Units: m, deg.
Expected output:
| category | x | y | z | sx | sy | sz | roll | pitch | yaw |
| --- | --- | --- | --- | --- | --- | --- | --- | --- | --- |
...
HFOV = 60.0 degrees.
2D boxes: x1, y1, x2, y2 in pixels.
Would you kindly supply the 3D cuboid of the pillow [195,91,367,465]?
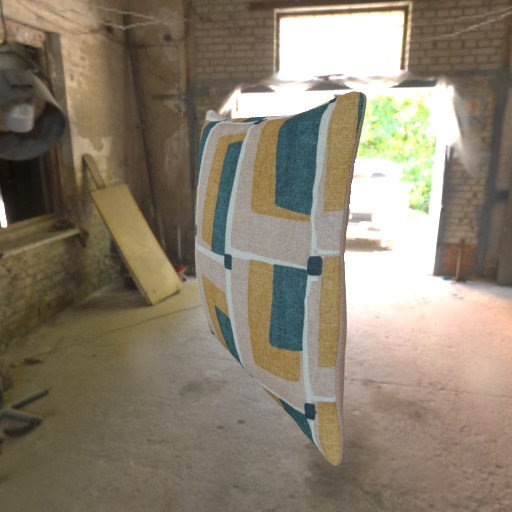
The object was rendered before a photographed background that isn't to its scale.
| category | x | y | z | sx | sy | sz | roll | pitch | yaw |
| --- | --- | --- | --- | --- | --- | --- | --- | --- | --- |
| pillow | 0.000 | 0.000 | 0.731 | 0.158 | 0.479 | 0.478 | -7 | 17 | -25 |
